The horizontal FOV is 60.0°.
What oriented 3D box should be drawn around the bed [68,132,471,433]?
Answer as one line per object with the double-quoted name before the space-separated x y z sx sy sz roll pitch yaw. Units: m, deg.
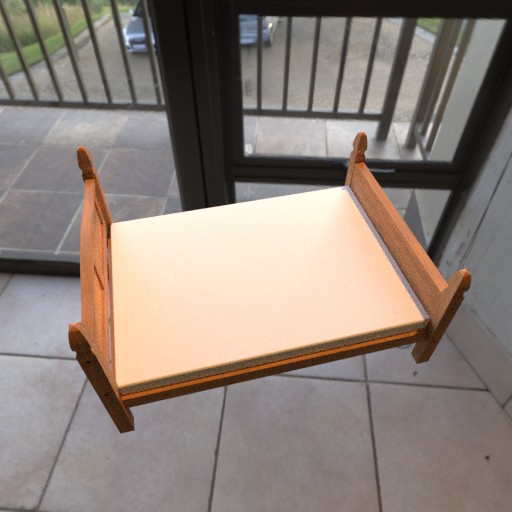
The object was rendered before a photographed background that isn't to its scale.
"bed" 0.000 0.000 2.950 2.069 1.100 1.490 -10 48 -9
